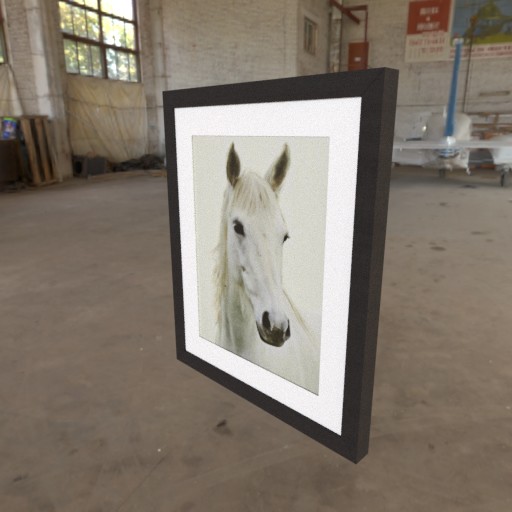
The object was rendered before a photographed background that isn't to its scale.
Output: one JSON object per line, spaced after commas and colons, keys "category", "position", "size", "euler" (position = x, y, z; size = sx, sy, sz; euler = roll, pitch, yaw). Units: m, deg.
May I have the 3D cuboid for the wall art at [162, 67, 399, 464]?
{"category": "wall art", "position": [0.000, 0.000, 0.755], "size": [0.455, 0.552, 0.034], "euler": [15, 22, 43]}
